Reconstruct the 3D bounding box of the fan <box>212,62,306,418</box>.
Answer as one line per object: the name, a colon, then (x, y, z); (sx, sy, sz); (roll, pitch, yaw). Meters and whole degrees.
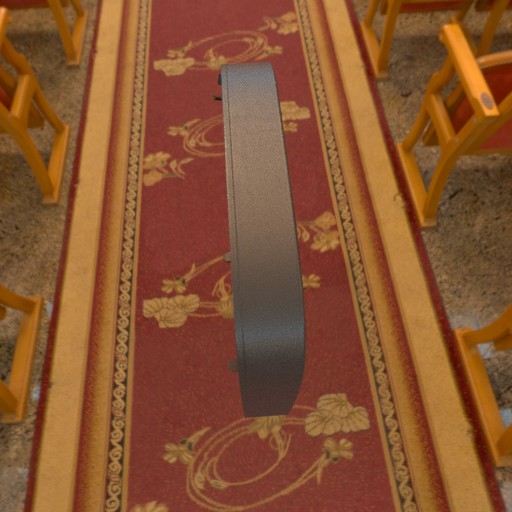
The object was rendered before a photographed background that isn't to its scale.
fan: (0.000, 0.000, 0.802); (0.142, 0.533, 0.526); (-4, 63, -2)
